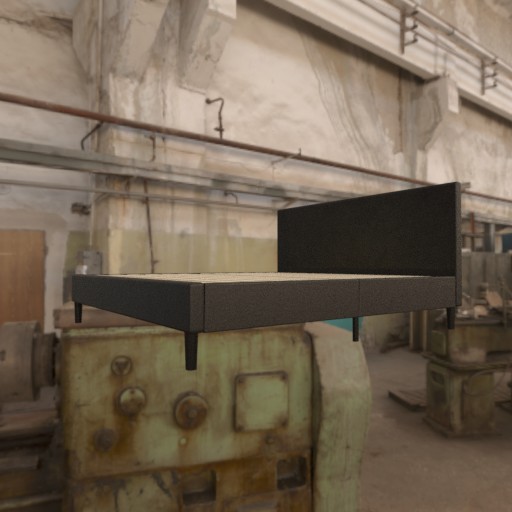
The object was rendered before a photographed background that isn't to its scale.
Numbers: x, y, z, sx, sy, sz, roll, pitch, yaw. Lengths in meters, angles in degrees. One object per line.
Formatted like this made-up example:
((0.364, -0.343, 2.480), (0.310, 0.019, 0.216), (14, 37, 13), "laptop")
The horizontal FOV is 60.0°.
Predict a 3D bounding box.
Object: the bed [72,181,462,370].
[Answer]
((0.000, 0.000, 3.333), (2.152, 1.046, 2.018), (1, -1, -36), "bed")
